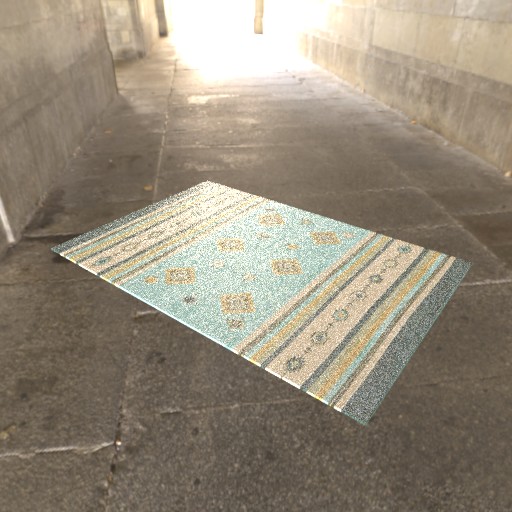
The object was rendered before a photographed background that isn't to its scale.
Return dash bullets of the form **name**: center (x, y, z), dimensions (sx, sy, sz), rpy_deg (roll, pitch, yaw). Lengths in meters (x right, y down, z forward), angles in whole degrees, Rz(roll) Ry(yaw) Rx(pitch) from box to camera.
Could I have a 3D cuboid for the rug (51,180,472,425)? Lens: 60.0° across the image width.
- **rug**: center (0.000, 0.000, 2.288), dimensions (1.811, 0.010, 1.212), rpy_deg (22, 37, 31)
